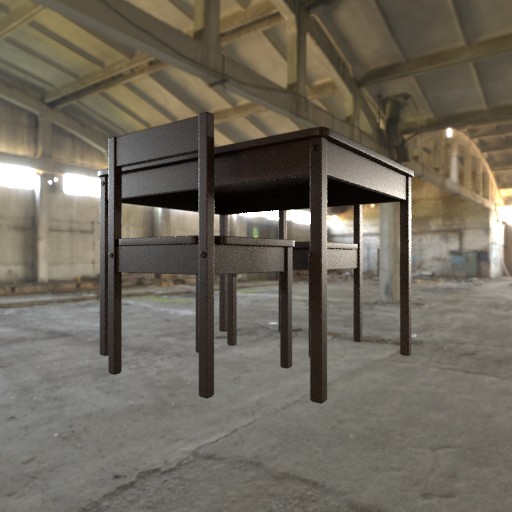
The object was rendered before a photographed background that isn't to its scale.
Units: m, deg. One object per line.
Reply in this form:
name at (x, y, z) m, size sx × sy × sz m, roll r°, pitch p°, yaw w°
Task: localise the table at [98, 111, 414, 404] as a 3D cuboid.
table at (0.000, 0.000, 1.126) m, size 0.650 × 0.503 × 0.672 m, roll 0°, pitch 0°, yaw 37°
